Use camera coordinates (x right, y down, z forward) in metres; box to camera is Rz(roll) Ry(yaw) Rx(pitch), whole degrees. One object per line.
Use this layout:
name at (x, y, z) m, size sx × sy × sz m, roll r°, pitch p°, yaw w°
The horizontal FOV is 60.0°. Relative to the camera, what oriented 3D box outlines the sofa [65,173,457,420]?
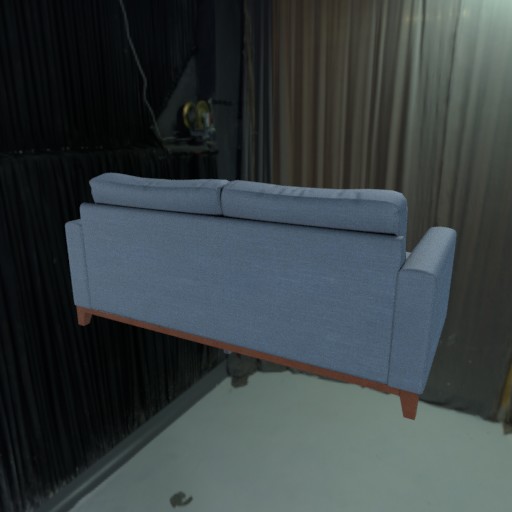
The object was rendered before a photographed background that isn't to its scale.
sofa at (0.000, 0.000, 2.391) m, size 1.900 × 0.865 × 0.877 m, roll 8°, pitch 18°, yaw 27°
